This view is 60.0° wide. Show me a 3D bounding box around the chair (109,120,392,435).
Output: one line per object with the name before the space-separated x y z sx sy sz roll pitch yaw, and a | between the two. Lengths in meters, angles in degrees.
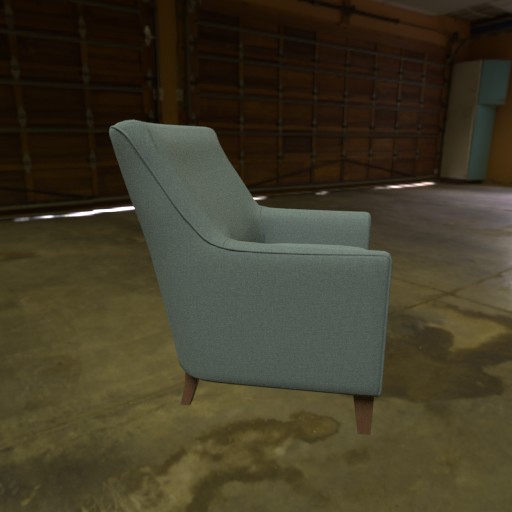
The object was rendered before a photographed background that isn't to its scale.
chair | 0.000 0.000 1.598 0.879 0.916 0.756 2 15 9
